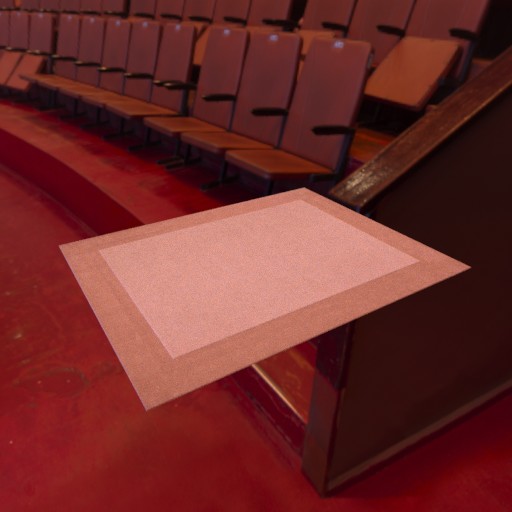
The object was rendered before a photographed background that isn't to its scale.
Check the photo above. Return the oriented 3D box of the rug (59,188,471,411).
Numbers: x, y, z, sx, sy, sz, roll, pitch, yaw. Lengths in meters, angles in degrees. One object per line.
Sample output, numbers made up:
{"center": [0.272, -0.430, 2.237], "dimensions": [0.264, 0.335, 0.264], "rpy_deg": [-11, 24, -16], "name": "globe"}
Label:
{"center": [0.000, 0.000, 4.178], "dimensions": [3.048, 0.014, 2.438], "rpy_deg": [-17, 33, -28], "name": "rug"}
